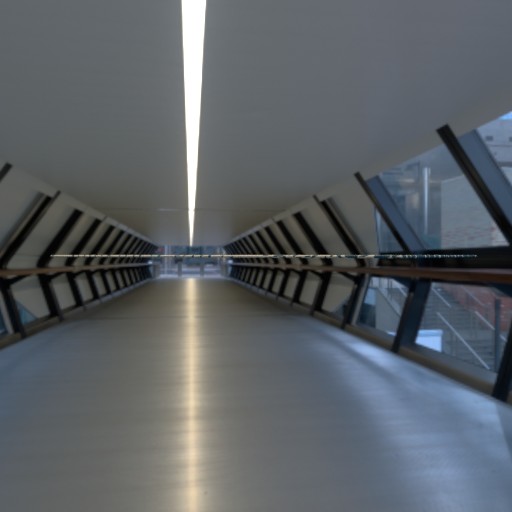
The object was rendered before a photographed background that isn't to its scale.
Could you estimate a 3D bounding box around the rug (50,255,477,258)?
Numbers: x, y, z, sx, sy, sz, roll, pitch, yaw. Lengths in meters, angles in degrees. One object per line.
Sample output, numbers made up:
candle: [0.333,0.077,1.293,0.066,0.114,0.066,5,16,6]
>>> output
rug: [0.000,0.000,2.971,2.435,0.011,1.517,0,0,36]
